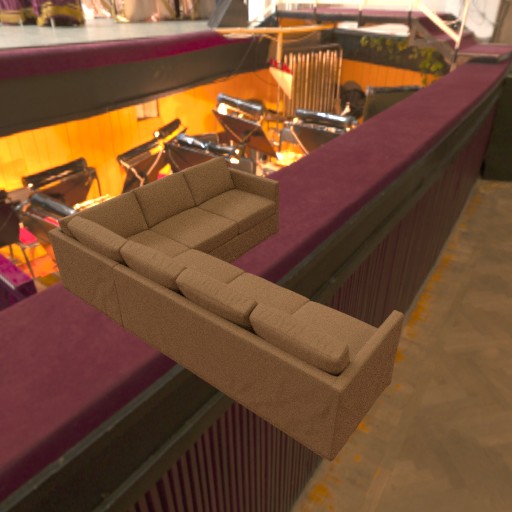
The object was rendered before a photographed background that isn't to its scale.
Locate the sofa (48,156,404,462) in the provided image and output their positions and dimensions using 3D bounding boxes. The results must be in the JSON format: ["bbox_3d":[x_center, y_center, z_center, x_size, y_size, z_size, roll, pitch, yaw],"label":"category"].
[{"bbox_3d":[0.000,0.000,4.314,3.182,0.871,2.432,22,38,32],"label":"sofa"}]
